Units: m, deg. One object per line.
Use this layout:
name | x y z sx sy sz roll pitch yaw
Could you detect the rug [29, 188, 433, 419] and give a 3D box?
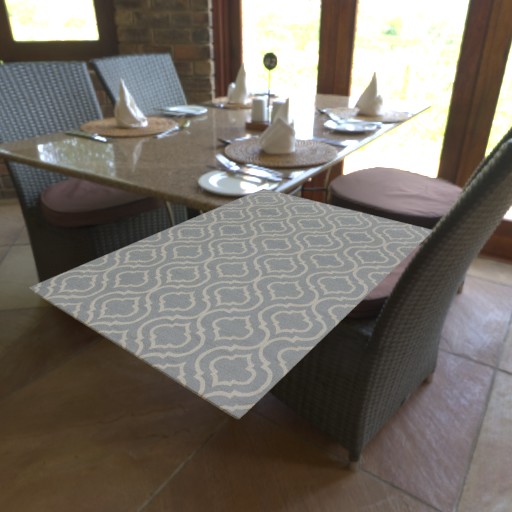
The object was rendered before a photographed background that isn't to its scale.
rug | 0.000 0.000 2.688 1.451 0.010 2.080 19 33 33
